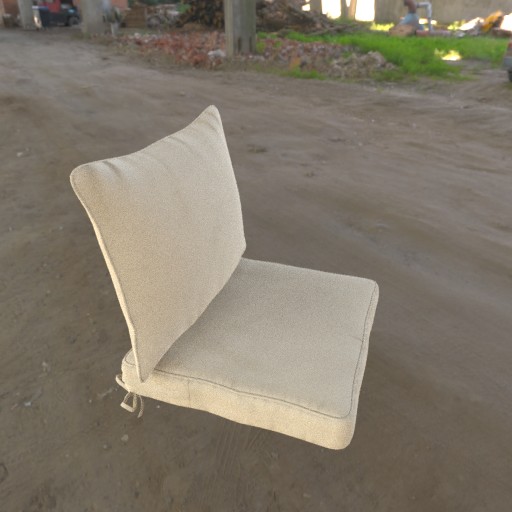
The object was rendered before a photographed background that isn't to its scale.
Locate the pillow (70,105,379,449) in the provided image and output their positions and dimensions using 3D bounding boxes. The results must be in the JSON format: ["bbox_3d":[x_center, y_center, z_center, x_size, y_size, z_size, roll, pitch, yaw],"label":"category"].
[{"bbox_3d":[0.000,0.000,1.335,0.733,0.716,0.798,10,31,16],"label":"pillow"}]
